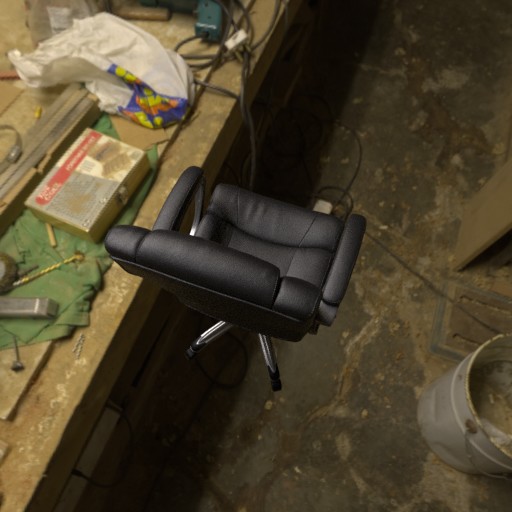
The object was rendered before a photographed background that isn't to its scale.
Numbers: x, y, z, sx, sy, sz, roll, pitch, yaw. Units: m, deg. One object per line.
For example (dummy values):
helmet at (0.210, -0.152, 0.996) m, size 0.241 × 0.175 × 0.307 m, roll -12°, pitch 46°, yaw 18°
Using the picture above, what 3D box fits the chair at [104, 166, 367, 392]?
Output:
chair at (0.000, 0.000, 1.572) m, size 0.721 × 1.130 × 0.719 m, roll 19°, pitch 65°, yaw 9°
